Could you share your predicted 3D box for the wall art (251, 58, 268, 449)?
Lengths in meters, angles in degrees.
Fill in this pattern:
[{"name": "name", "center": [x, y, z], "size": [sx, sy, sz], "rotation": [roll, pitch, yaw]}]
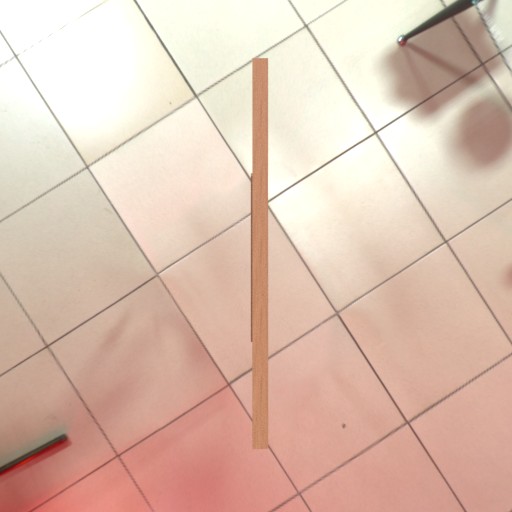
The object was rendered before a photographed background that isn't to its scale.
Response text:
[{"name": "wall art", "center": [0.000, 0.000, 1.879], "size": [0.040, 1.510, 0.991], "rotation": [0, 89, -1]}]
